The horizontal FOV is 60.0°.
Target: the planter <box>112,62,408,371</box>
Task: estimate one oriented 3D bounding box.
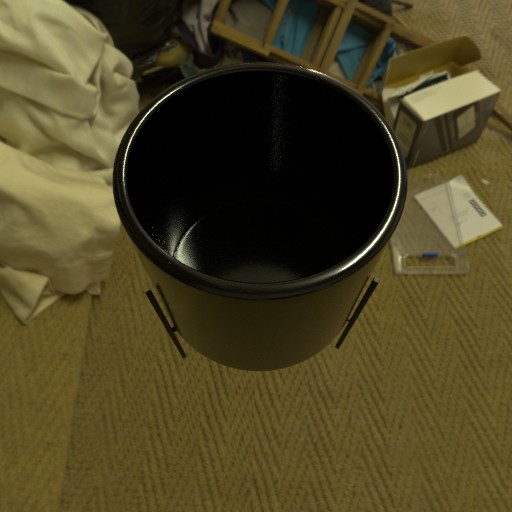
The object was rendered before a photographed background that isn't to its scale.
[{"bbox_3d":[0.000,0.000,0.643,0.310,0.432,0.310,-17,64,-8],"label":"planter"}]
